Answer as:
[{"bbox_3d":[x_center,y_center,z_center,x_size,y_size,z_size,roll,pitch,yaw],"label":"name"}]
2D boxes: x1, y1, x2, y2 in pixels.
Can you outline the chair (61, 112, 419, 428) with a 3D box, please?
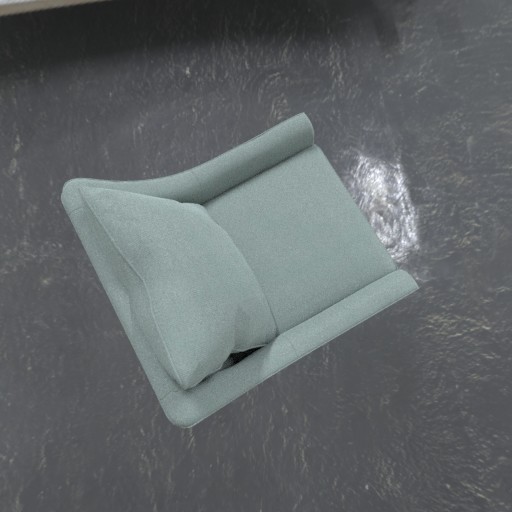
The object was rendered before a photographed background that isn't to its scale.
[{"bbox_3d":[0.000,0.000,1.554,0.870,0.926,0.760,-29,78,-7],"label":"chair"}]
